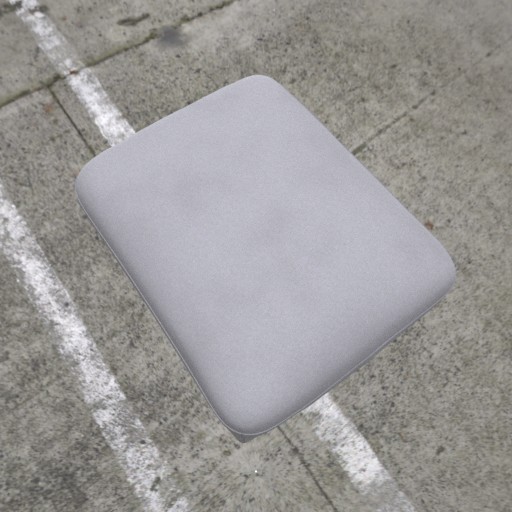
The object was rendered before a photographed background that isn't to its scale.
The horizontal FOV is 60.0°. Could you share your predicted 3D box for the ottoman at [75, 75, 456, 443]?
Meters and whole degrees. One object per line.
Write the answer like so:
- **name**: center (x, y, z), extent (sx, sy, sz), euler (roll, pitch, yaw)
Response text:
- **ottoman**: center (0.000, 0.000, 1.133), extent (0.593, 0.478, 0.747), euler (-33, 69, -15)
